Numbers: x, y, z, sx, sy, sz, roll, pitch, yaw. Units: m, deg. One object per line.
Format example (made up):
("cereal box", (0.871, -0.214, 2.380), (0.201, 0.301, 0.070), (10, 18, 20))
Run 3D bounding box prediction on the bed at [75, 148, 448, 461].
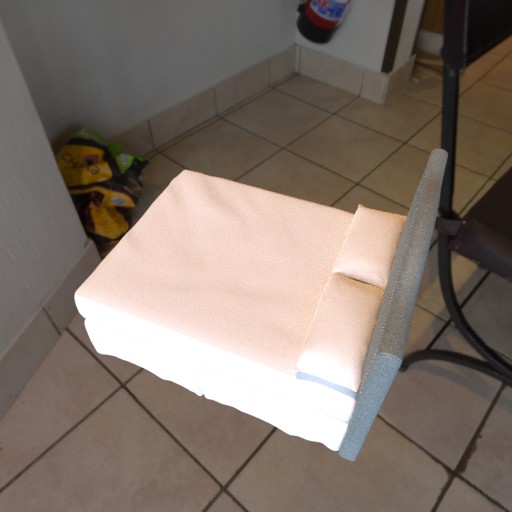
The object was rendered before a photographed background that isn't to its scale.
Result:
("bed", (0.000, 0.000, 3.216), (2.143, 1.460, 1.753), (17, 49, 15))
